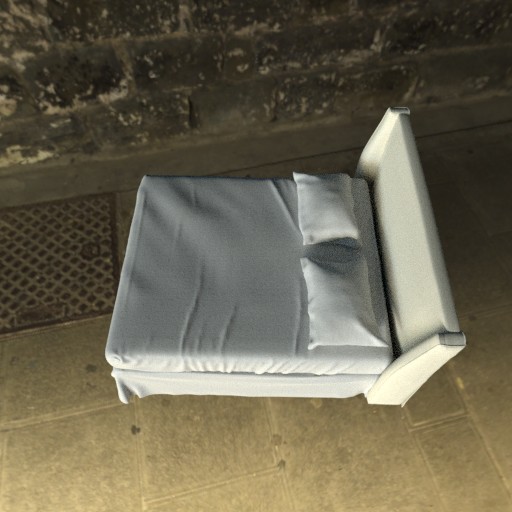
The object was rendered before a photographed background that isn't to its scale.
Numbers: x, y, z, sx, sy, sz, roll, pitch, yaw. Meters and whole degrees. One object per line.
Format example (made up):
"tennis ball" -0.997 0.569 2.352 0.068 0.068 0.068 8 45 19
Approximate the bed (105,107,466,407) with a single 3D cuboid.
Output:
"bed" 0.000 0.000 3.382 2.276 1.332 1.925 1 57 1
